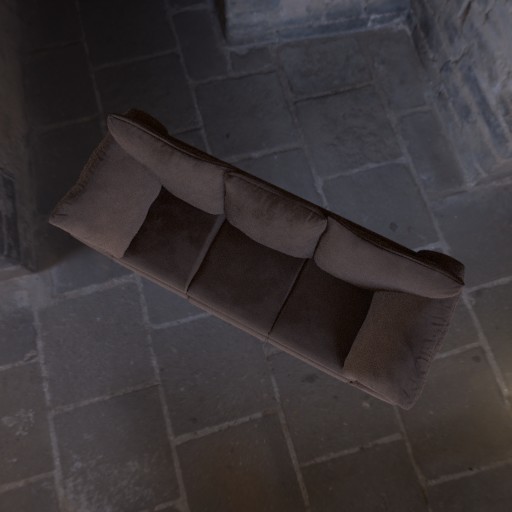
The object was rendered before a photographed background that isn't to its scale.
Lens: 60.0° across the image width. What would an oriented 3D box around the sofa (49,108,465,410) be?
[{"bbox_3d":[0.000,0.000,2.804,2.336,1.015,0.878,27,77,7],"label":"sofa"}]
